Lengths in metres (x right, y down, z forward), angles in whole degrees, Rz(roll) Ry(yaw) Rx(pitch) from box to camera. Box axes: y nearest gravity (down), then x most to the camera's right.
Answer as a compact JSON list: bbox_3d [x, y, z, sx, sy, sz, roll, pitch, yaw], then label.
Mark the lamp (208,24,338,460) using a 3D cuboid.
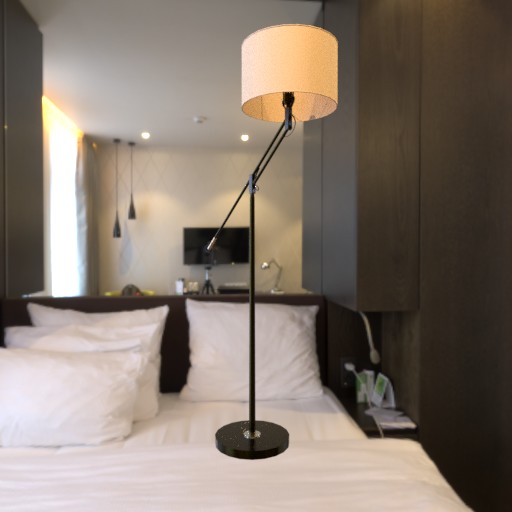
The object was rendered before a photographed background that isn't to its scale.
[{"bbox_3d":[0.000,0.000,1.914,0.373,1.635,0.809,-1,1,-36],"label":"lamp"}]
